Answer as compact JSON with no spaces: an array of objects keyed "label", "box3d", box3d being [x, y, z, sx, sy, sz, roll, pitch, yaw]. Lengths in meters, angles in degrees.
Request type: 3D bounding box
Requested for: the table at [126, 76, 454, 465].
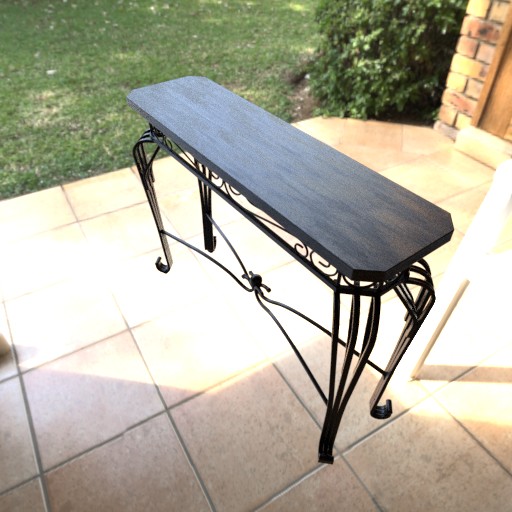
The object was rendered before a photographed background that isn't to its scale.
[{"label":"table","box3d":[0.000,0.000,1.441,0.329,0.800,1.112,-26,48,-26]}]
